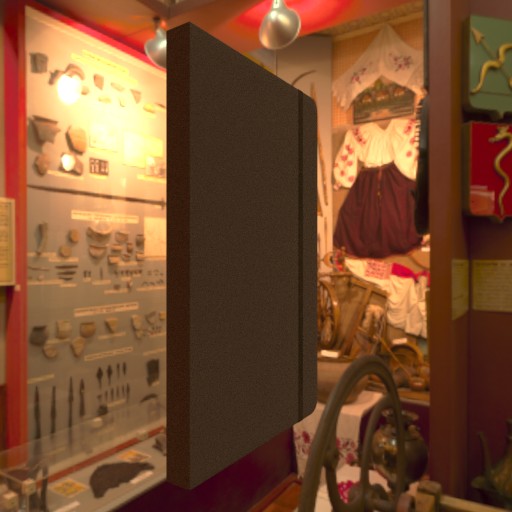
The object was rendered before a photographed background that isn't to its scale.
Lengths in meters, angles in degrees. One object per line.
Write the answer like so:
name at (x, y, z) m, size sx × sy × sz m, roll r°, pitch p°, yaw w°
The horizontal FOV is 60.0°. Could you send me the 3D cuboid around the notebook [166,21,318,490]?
notebook at (0.000, 0.000, 0.257) m, size 0.016 × 0.213 × 0.127 m, roll 0°, pitch 0°, yaw 35°
